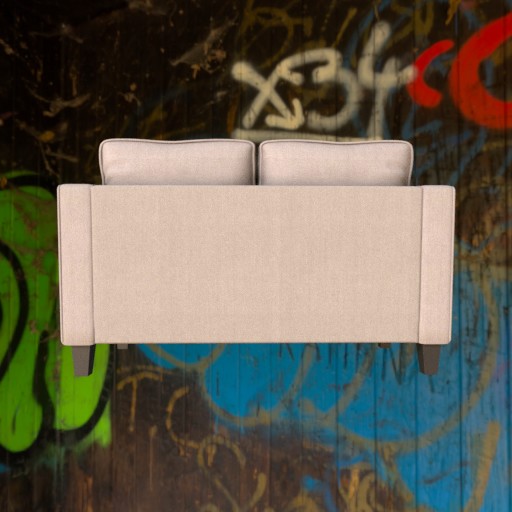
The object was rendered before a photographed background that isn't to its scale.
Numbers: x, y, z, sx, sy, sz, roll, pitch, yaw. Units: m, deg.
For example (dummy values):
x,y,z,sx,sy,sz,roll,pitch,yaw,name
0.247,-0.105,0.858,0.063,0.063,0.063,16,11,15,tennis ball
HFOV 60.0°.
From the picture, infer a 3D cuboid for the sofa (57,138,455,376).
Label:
x,y,z,sx,sy,sz,roll,pitch,yaw,name
0.000,0.000,2.050,1.500,0.948,0.791,0,-1,-1,sofa
